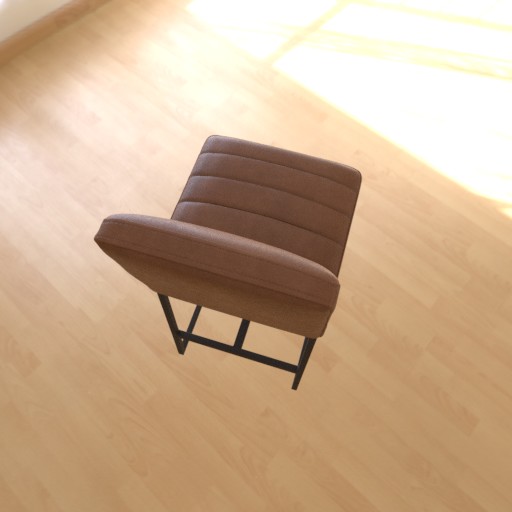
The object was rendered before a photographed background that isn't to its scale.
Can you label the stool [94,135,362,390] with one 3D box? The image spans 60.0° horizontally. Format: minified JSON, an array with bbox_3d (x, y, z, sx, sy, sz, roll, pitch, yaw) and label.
[{"bbox_3d":[0.000,0.000,1.248,0.458,0.940,0.556,15,65,8],"label":"stool"}]
